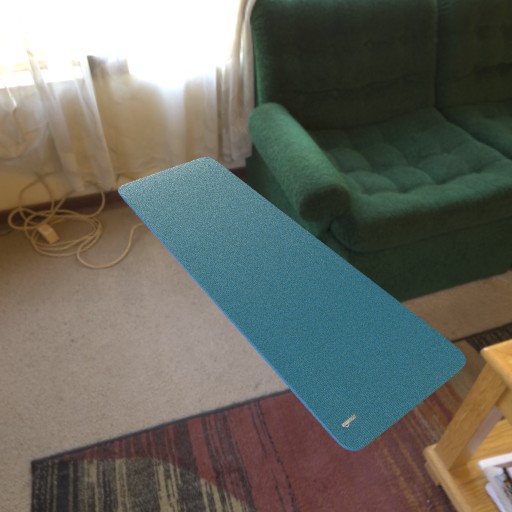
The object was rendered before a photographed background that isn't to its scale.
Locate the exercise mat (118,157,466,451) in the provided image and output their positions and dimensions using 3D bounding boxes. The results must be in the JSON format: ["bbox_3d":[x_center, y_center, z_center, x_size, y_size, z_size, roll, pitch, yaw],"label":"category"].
[{"bbox_3d":[0.000,0.000,2.065,0.616,0.021,1.869,-26,48,-26],"label":"exercise mat"}]
